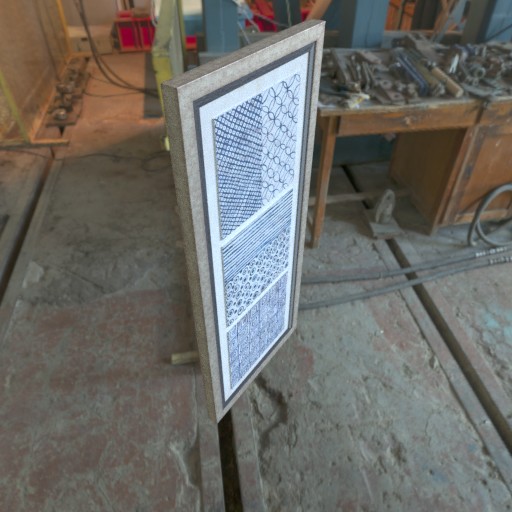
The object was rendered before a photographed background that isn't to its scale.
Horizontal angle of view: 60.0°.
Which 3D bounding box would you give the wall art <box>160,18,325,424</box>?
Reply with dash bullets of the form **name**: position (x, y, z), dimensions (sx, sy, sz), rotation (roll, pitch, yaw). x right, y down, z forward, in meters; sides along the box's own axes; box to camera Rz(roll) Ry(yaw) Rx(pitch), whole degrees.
- **wall art**: position (0.000, 0.000, 1.640), dimensions (0.051, 1.461, 0.648), rotation (26, 48, 26)
